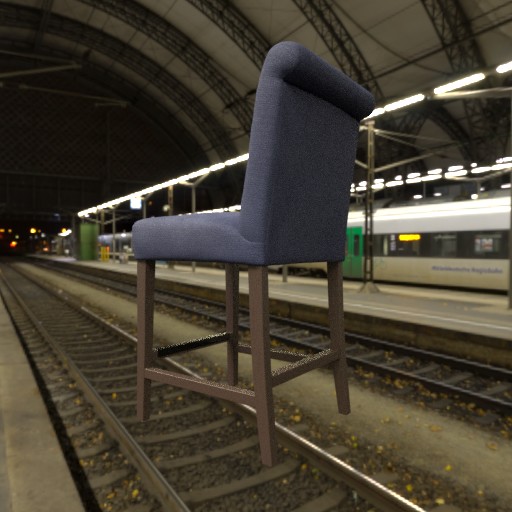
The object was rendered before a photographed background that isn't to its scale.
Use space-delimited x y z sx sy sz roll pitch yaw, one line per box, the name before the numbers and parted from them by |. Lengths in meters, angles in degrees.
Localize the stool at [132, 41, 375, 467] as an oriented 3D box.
stool | 0.000 0.000 1.356 0.601 1.010 0.493 1 1 37
